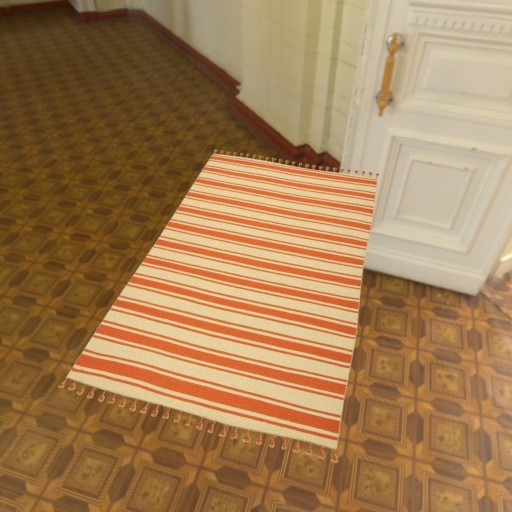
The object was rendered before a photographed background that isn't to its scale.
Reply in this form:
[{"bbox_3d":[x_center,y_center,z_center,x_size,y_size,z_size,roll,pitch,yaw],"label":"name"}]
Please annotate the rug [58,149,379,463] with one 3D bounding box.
[{"bbox_3d":[0.000,0.000,2.542,1.232,0.017,2.092,11,45,11],"label":"rug"}]
